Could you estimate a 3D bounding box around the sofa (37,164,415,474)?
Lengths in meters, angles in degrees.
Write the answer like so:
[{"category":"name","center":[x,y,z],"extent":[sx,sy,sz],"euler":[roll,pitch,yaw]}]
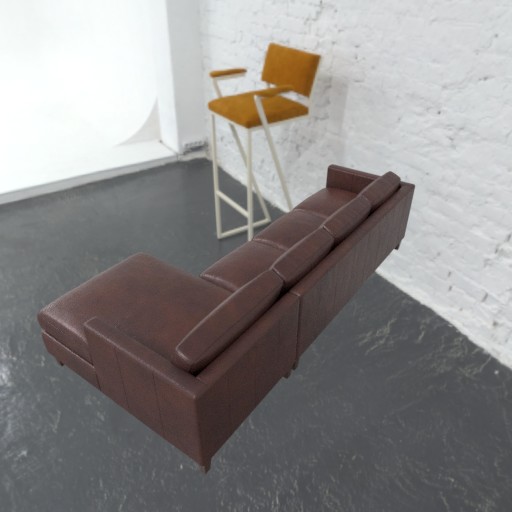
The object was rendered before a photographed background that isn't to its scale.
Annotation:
[{"category":"sofa","center":[0.000,0.000,3.842],"extent":[1.581,0.883,3.203],"euler":[22,39,29]}]
